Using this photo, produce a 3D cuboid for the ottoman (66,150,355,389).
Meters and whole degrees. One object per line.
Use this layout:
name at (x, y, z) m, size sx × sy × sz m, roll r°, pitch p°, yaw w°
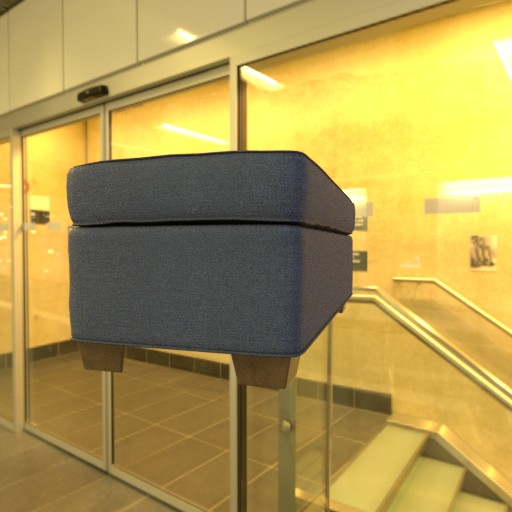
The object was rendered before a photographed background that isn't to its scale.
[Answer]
ottoman at (0.000, 0.000, 1.361) m, size 0.515 × 0.460 × 1.110 m, roll 0°, pitch 2°, yaw 17°
